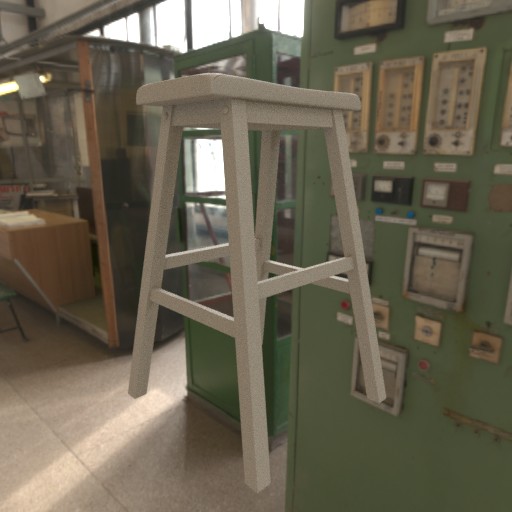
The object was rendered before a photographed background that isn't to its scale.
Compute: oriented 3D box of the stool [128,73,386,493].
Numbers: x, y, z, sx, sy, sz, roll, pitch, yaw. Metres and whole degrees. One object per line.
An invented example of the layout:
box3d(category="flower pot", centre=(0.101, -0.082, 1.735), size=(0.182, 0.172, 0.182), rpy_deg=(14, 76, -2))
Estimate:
box3d(category="stool", centre=(0.000, 0.000, 1.045), size=(0.457, 0.737, 0.476), rpy_deg=(-13, 19, -43))
